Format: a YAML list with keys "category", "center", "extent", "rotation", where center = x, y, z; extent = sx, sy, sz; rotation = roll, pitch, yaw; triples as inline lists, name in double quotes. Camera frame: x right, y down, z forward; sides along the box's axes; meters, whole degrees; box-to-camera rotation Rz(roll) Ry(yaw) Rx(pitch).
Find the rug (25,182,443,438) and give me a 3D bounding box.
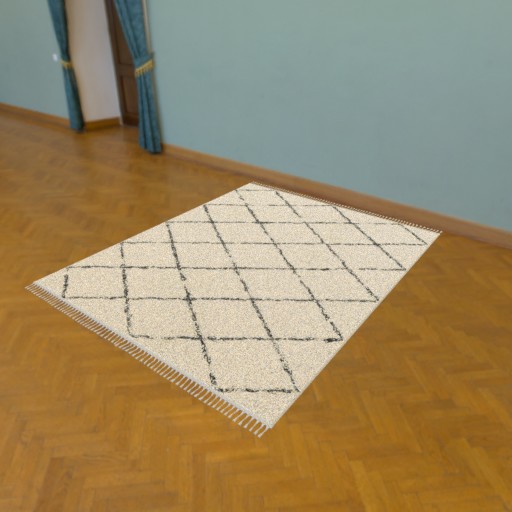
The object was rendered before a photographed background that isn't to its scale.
- category: "rug"
  center: [0.000, 0.000, 3.994]
  extent: [2.380, 0.013, 3.051]
  rotation: [20, 35, 32]
